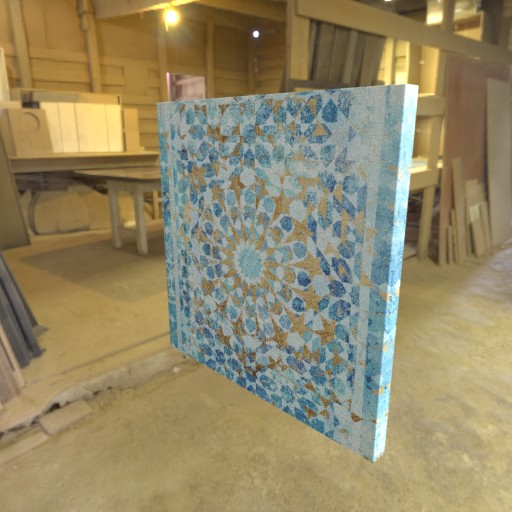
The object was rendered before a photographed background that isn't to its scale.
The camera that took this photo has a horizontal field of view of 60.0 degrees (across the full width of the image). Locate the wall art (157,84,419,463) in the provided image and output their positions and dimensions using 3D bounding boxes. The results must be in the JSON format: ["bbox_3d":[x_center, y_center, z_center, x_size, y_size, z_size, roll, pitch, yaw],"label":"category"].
[{"bbox_3d":[0.000,0.000,0.896,0.040,0.609,0.609,-15,22,-42],"label":"wall art"}]
